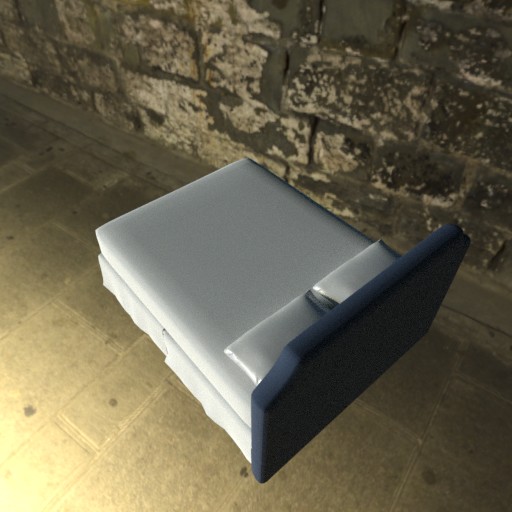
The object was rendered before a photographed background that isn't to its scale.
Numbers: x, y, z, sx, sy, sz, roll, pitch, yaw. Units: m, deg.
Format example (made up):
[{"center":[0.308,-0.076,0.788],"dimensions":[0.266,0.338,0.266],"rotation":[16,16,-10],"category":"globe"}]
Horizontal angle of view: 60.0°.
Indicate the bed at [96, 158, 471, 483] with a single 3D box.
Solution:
[{"center":[0.000,0.000,3.385],"dimensions":[1.831,1.297,2.260],"rotation":[-32,54,-27],"category":"bed"}]
